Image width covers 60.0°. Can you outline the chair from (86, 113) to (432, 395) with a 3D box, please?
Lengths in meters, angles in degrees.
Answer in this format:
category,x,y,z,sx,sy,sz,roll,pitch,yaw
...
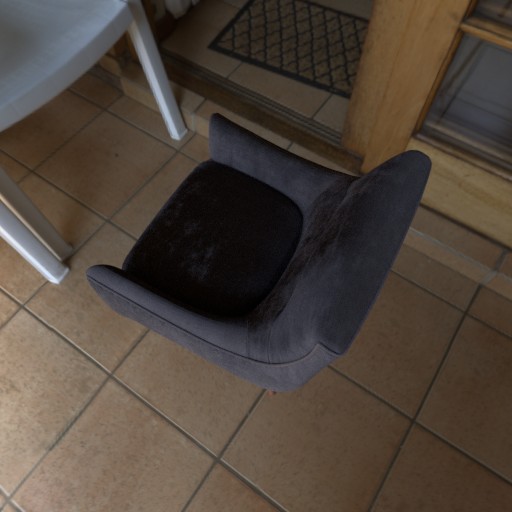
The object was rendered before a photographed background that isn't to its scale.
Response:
category,x,y,z,sx,sy,sz,roll,pitch,yaw
chair,0.000,0.000,1.496,0.787,0.838,0.762,26,65,13
